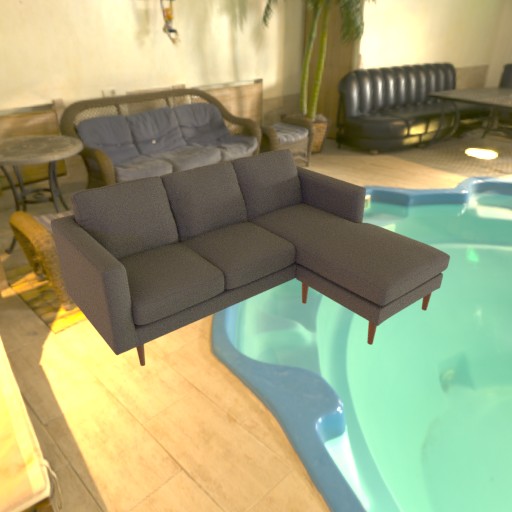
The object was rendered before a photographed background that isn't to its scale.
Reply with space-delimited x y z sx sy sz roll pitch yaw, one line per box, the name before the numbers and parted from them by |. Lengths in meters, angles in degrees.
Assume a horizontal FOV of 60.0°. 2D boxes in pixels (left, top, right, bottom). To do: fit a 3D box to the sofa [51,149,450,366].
sofa | 0.000 0.000 2.882 2.031 0.897 1.591 -20 34 -34
